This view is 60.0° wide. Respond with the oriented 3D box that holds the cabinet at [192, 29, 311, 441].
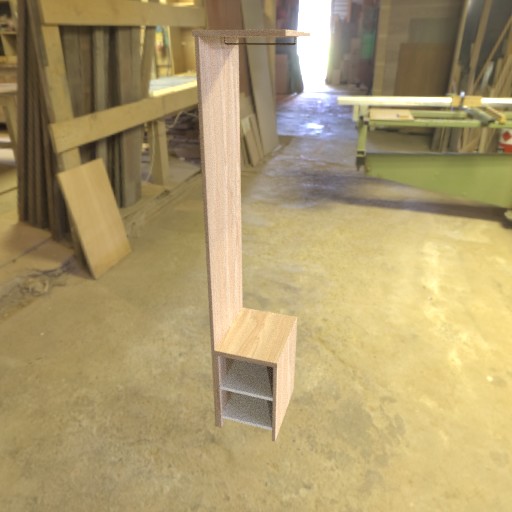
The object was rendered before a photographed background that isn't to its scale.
[{"bbox_3d":[0.000,0.000,2.078,0.338,1.879,0.411,8,27,16],"label":"cabinet"}]
